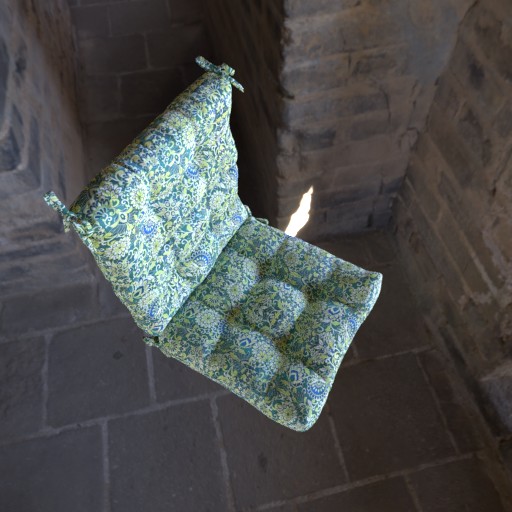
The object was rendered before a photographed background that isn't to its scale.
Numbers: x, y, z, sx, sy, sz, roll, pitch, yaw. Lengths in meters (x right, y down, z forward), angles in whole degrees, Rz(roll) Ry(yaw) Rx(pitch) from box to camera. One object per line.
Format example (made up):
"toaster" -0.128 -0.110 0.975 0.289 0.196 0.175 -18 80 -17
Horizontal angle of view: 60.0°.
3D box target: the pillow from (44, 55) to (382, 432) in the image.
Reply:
"pillow" 0.000 0.000 1.024 0.571 0.605 0.519 27 62 15
